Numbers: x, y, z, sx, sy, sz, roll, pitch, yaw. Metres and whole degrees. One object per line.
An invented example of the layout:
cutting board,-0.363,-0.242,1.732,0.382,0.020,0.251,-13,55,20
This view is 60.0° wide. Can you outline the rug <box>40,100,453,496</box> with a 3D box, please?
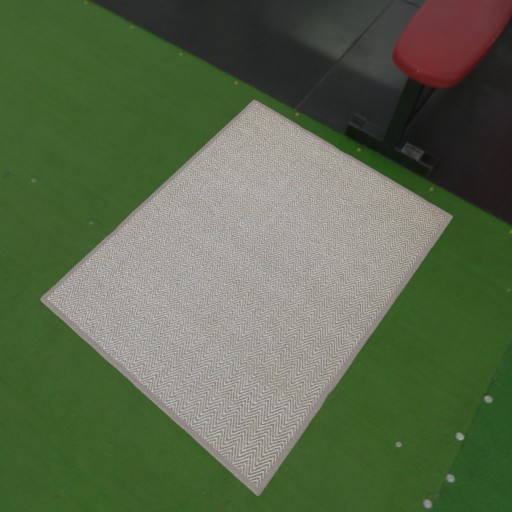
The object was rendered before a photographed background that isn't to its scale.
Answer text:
rug,0.000,0.000,4.044,2.434,0.032,3.007,35,69,16
